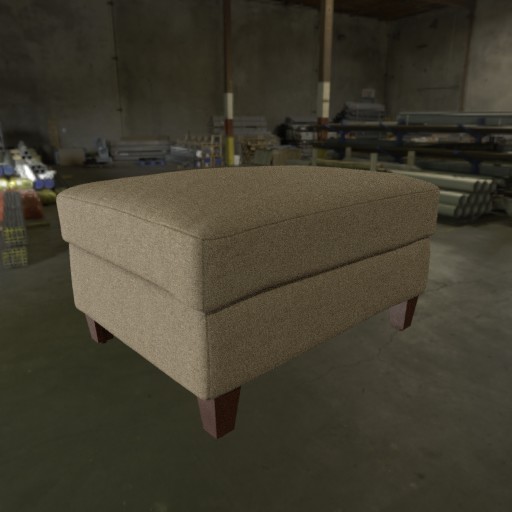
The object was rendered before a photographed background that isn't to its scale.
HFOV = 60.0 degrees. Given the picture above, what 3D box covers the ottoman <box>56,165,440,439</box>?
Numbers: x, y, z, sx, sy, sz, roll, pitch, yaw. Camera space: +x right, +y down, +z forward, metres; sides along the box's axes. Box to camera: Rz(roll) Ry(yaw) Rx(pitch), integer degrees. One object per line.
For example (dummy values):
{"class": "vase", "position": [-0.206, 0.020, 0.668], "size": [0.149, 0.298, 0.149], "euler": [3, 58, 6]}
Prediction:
{"class": "ottoman", "position": [0.000, 0.000, 1.298], "size": [0.889, 0.511, 0.692], "euler": [-15, 22, -41]}
